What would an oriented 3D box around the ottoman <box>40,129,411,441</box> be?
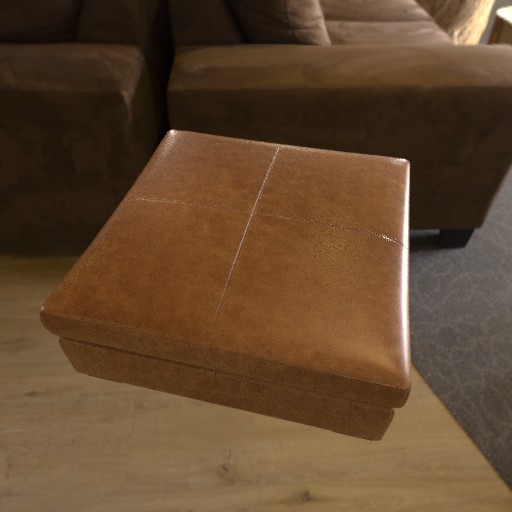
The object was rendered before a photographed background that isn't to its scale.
[{"bbox_3d":[0.000,0.000,1.830,1.168,0.483,1.169,10,47,9],"label":"ottoman"}]
